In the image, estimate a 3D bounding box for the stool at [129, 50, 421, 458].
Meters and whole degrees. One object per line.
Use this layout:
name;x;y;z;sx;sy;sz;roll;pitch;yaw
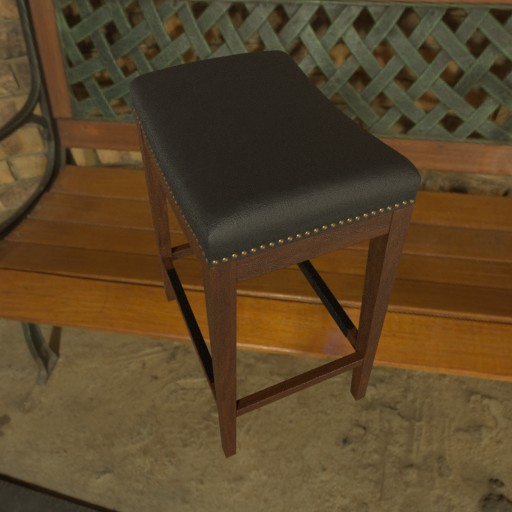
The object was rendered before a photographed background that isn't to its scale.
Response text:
stool;0.000;0.000;0.924;0.353;0.664;0.490;-18;49;-16
